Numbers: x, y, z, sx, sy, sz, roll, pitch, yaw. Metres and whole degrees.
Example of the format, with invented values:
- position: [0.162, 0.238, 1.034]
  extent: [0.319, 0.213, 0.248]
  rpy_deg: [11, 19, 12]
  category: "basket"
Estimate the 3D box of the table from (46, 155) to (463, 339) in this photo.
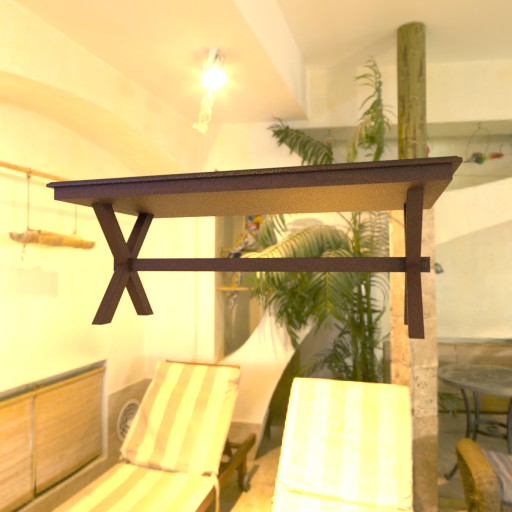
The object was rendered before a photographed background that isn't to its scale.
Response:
- position: [0.000, 0.000, 1.500]
  extent: [1.197, 0.459, 0.594]
  rpy_deg: [0, -1, 16]
  category: "table"
